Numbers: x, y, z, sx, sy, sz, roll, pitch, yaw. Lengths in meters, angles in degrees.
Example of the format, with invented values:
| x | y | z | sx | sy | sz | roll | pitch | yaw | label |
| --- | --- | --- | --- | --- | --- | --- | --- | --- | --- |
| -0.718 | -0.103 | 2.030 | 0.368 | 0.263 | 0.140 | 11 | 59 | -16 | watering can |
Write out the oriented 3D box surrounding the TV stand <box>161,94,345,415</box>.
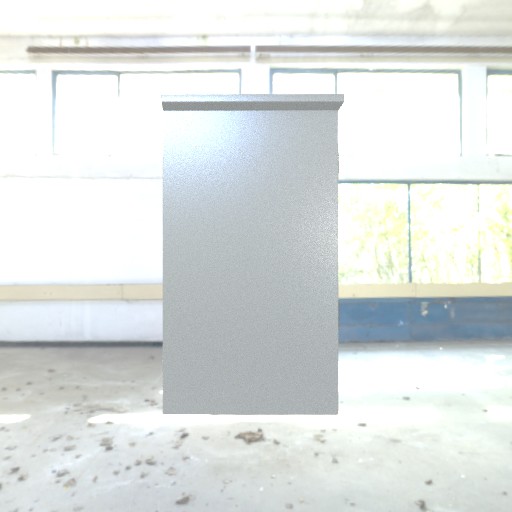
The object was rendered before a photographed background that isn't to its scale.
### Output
| x | y | z | sx | sy | sz | roll | pitch | yaw | label |
| --- | --- | --- | --- | --- | --- | --- | --- | --- | --- |
| 0.000 | 0.000 | 1.409 | 0.344 | 0.603 | 1.167 | 0 | 0 | 1 | TV stand |
